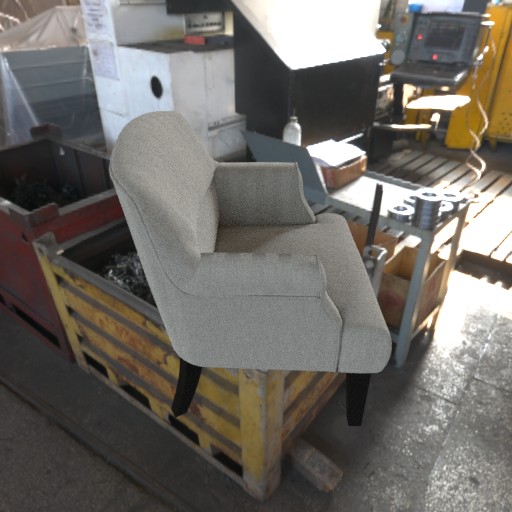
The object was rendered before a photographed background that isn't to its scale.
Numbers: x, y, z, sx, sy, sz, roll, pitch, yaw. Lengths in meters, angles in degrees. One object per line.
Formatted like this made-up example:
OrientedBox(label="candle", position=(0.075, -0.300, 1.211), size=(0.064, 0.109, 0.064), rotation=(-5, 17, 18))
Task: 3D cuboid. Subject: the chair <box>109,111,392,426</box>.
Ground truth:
OrientedBox(label="chair", position=(0.000, 0.000, 1.477), size=(0.755, 0.880, 0.772), rotation=(0, 32, 0))
